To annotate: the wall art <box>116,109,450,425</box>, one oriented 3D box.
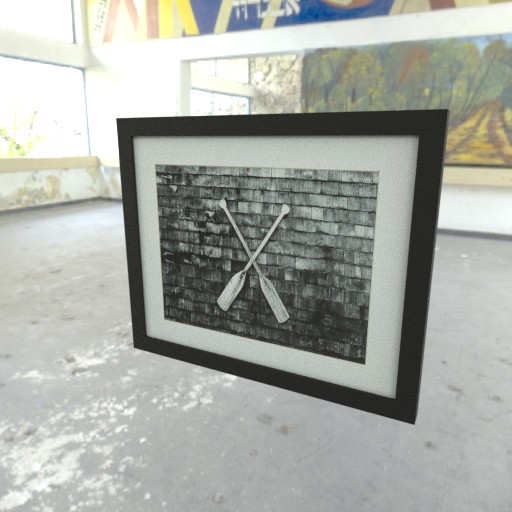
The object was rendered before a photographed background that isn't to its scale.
[{"bbox_3d":[0.000,0.000,0.751,0.558,0.457,0.029,8,17,26],"label":"wall art"}]
